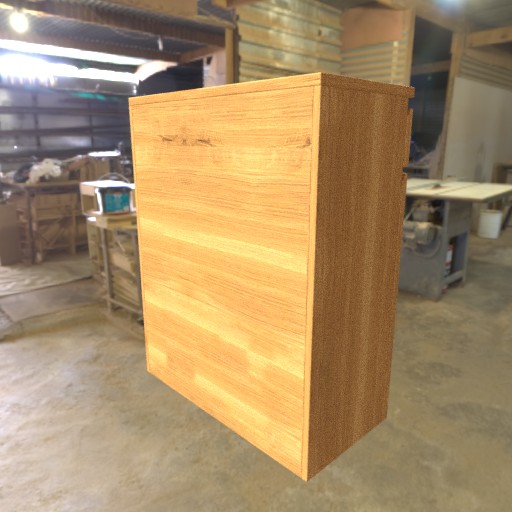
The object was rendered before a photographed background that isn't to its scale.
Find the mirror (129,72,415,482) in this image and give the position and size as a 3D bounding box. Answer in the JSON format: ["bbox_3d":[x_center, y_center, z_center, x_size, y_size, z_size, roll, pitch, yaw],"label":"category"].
[{"bbox_3d":[0.000,0.000,1.444,0.400,1.000,0.800,-14,20,-42],"label":"mirror"}]
